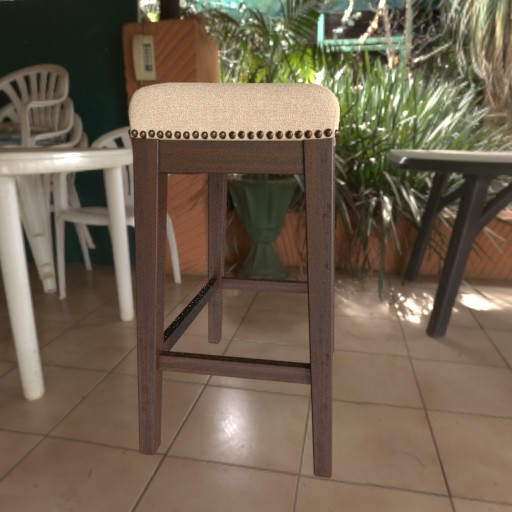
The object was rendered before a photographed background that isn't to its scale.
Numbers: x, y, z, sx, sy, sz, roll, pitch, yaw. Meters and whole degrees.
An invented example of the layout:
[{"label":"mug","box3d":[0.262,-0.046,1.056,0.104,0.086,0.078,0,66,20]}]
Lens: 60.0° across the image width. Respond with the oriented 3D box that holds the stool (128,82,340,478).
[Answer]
[{"label":"stool","box3d":[0.000,0.000,0.970,0.363,0.669,0.509,3,15,10]}]
